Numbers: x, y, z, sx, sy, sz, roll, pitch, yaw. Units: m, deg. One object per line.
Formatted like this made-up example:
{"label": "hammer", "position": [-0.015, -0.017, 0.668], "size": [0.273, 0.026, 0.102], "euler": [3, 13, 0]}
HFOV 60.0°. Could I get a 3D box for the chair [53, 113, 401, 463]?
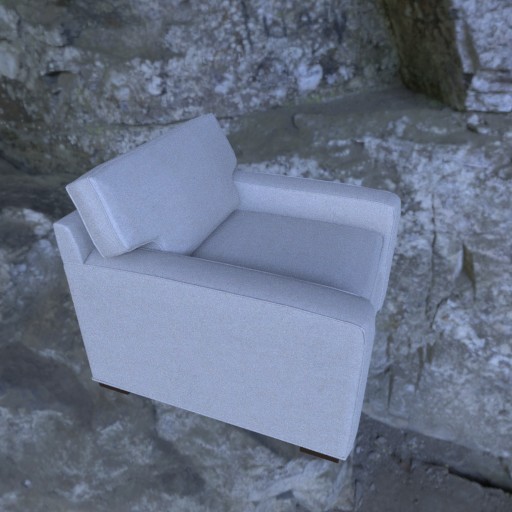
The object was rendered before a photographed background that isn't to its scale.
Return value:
{"label": "chair", "position": [0.000, 0.000, 1.810], "size": [1.043, 0.913, 0.998], "euler": [11, 33, 17]}
